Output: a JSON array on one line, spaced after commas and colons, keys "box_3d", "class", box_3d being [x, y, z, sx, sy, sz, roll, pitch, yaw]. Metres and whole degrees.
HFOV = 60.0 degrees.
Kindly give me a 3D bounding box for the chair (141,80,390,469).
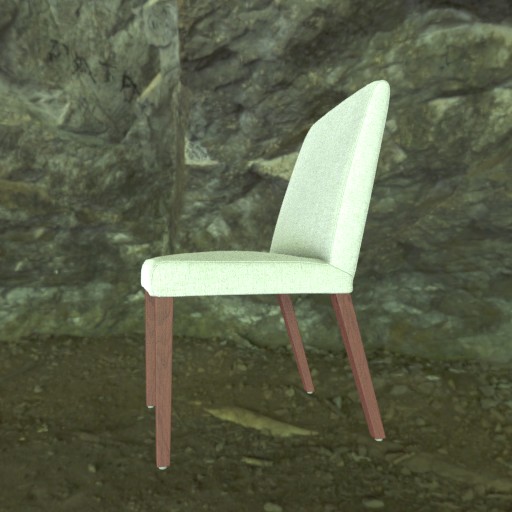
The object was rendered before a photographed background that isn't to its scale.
[{"box_3d": [0.000, 0.000, 1.215, 0.594, 0.900, 0.480, 0, -1, -17], "class": "chair"}]
